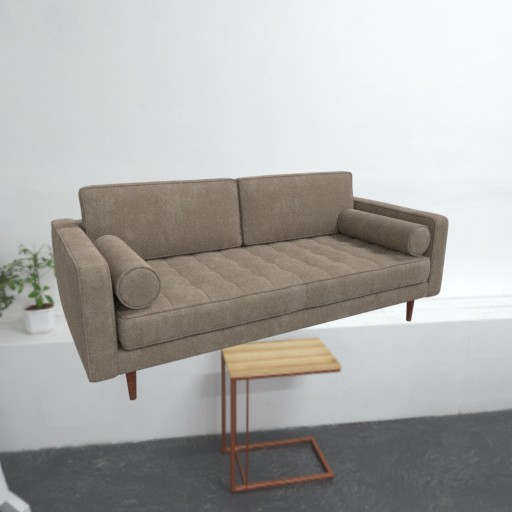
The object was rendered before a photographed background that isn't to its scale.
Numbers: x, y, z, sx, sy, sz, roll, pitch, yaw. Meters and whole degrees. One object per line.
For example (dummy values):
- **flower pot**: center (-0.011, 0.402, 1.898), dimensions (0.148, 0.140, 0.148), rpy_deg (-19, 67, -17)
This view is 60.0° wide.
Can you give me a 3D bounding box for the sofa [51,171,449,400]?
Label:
- **sofa**: center (0.000, 0.000, 2.300), dimensions (1.883, 0.769, 0.920), rpy_deg (-9, 18, -28)
